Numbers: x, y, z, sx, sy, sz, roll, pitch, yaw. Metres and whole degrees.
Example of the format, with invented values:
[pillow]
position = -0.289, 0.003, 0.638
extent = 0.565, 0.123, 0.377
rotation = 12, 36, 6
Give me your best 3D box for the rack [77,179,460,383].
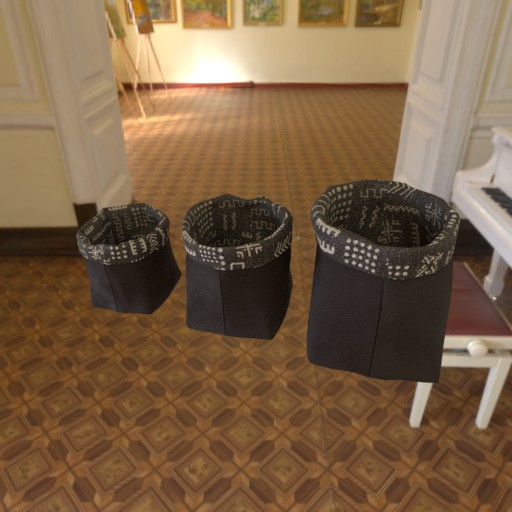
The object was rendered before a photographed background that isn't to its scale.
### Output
[rack]
position = 0.000, 0.000, 1.077
extent = 0.905, 0.323, 0.379
rotation = 7, 31, 12
